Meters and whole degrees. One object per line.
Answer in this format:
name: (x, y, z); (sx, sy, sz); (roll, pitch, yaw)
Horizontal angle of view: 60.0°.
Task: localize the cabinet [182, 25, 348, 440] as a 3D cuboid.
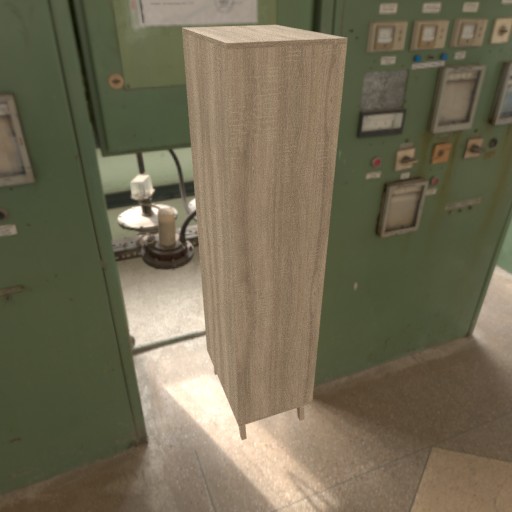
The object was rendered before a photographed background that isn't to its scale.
cabinet: (0.000, 0.000, 2.046); (0.400, 1.850, 0.570); (-11, 33, -18)
